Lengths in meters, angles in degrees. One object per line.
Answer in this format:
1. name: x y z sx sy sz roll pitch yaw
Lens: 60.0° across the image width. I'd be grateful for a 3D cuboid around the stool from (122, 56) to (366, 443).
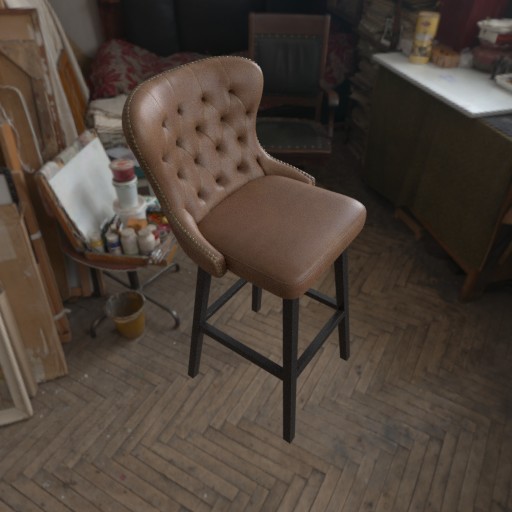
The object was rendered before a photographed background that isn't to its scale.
1. stool: 0.000 0.000 1.412 0.601 1.050 0.528 25 47 26
